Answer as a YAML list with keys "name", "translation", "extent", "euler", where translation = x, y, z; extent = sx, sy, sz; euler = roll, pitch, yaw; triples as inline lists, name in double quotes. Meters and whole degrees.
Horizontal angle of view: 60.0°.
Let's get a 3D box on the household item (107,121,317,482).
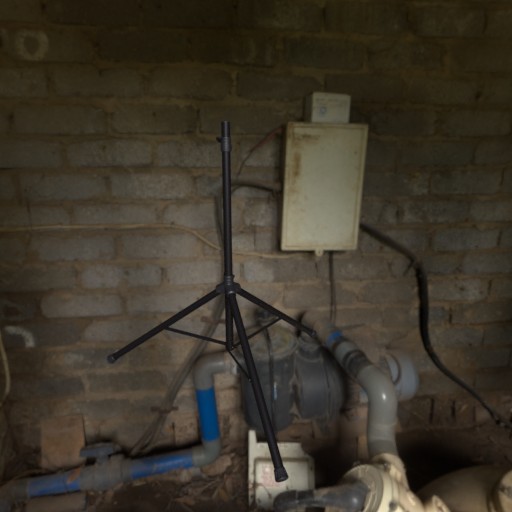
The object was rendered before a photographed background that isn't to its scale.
- name: "household item"
  translation: [0.000, 0.000, 2.746]
  extent: [1.596, 1.595, 1.339]
  euler: [16, 23, 42]
